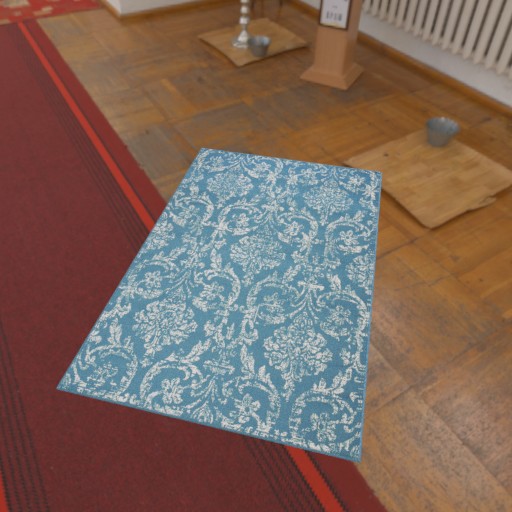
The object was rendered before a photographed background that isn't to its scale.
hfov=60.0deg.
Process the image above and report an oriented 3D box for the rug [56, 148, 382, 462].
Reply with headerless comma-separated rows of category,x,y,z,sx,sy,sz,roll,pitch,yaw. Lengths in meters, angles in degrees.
rug,0.000,0.000,3.456,1.816,0.018,2.746,10,46,9
